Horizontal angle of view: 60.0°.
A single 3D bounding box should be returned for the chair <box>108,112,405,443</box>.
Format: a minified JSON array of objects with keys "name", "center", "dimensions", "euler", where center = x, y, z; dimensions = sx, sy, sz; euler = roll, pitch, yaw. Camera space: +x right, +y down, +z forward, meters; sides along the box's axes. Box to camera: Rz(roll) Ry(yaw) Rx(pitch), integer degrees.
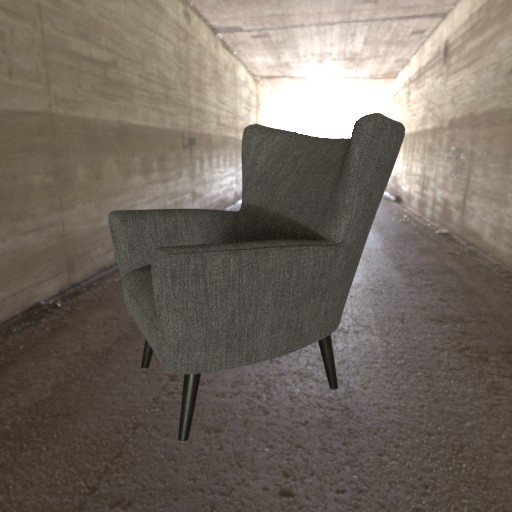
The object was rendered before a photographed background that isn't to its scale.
[{"name":"chair","center":[0.000,0.000,1.567],"dimensions":[0.888,0.933,0.781],"euler":[-7,16,-26]}]
